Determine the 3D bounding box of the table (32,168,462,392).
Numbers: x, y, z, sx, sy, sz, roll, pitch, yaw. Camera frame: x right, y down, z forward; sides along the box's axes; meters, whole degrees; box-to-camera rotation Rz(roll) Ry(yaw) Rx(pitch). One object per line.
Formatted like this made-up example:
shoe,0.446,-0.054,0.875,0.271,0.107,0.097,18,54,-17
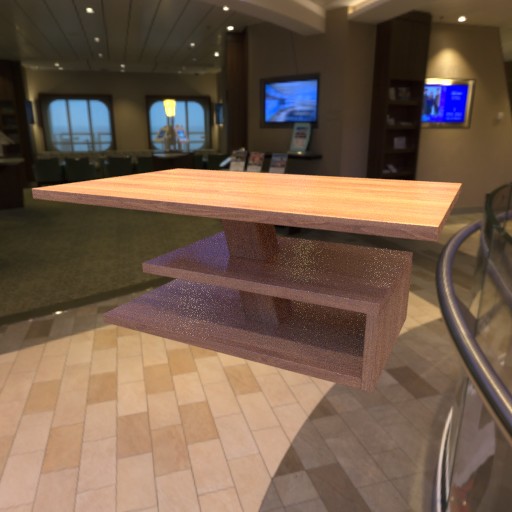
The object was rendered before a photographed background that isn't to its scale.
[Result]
table,0.000,0.000,1.402,1.100,0.442,0.700,8,18,26
